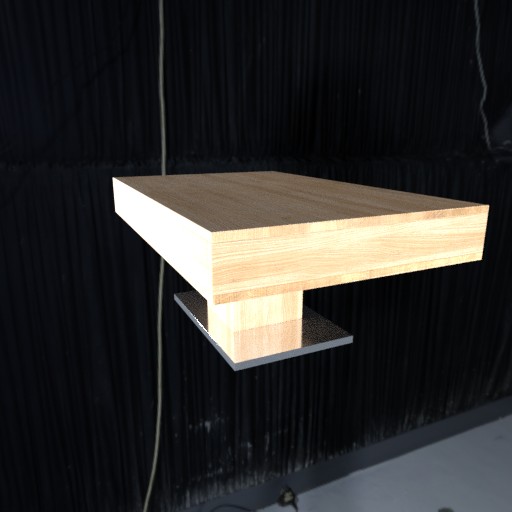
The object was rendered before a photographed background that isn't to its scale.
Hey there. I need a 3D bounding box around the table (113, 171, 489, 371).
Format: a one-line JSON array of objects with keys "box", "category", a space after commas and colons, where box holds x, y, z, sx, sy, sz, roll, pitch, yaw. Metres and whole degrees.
[{"box": [0.000, 0.000, 1.440, 0.700, 0.440, 1.100, -7, 17, -25], "category": "table"}]
